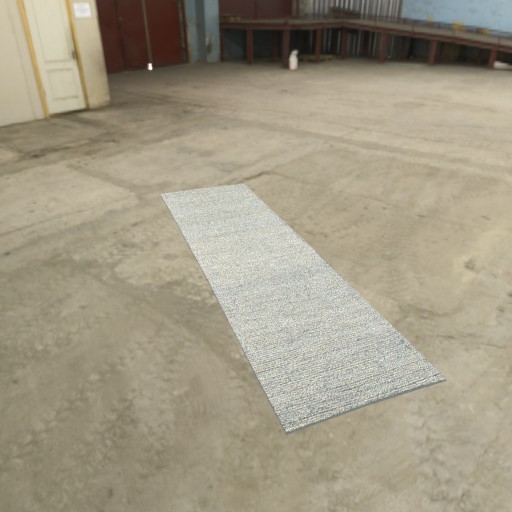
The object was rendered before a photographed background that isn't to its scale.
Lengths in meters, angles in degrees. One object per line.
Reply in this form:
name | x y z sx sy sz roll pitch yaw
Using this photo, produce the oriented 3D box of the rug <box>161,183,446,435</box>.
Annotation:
rug | 0.000 0.000 2.531 0.675 0.037 2.341 -10 31 -18
